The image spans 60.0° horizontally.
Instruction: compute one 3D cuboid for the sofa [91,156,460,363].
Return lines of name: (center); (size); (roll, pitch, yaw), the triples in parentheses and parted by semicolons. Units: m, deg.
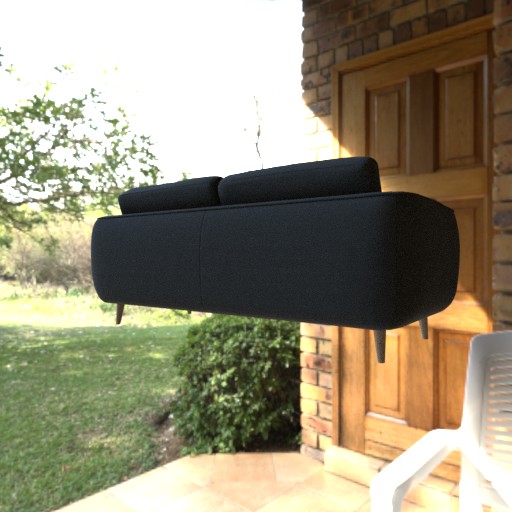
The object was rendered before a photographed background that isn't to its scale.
sofa: (0.000, 0.000, 2.515); (2.000, 0.850, 0.920); (0, 0, 36)
